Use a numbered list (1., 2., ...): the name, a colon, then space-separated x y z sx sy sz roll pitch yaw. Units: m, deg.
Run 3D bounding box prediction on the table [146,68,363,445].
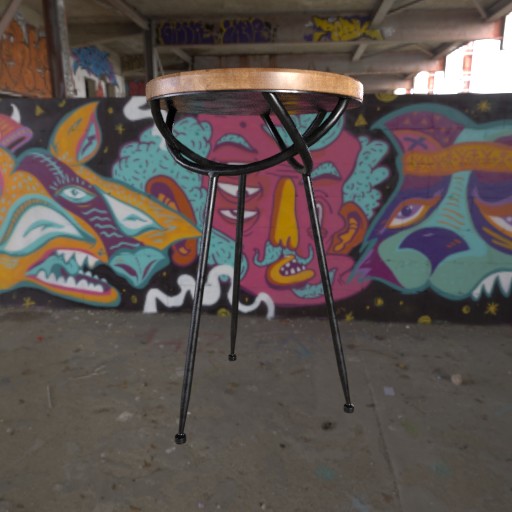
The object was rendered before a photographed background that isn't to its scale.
1. table: 0.000 0.000 0.925 0.418 0.664 0.414 6 14 25
